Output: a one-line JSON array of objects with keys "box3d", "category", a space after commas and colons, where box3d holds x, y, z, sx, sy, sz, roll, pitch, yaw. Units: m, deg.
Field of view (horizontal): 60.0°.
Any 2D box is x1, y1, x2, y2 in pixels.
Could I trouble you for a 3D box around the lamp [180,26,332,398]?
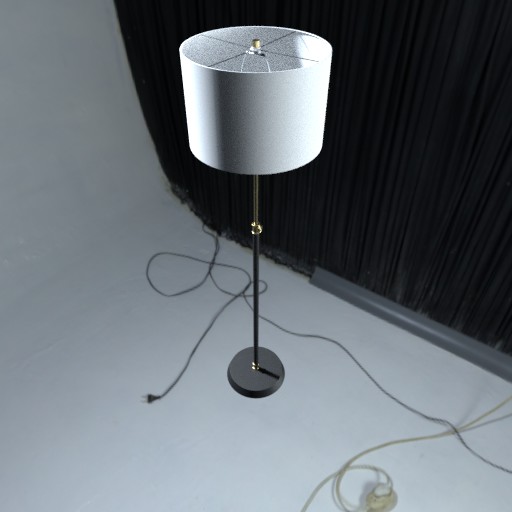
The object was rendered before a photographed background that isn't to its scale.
[{"box3d": [0.000, 0.000, 1.672, 0.404, 1.517, 0.404, 26, 48, 27], "category": "lamp"}]
